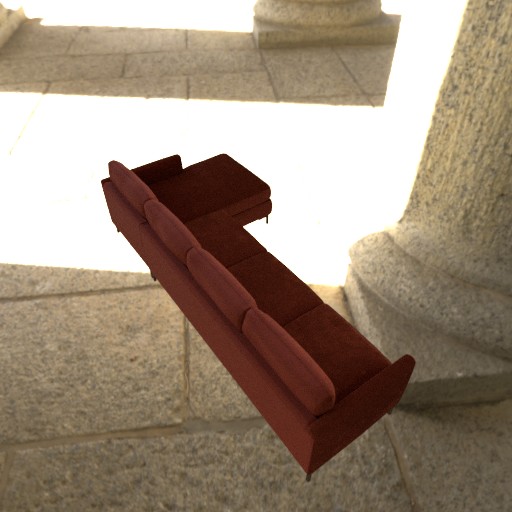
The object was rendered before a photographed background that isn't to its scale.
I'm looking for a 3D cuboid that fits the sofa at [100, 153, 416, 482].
[{"bbox_3d":[0.000,0.000,3.488,1.350,0.810,2.932,-26,49,-25],"label":"sofa"}]
